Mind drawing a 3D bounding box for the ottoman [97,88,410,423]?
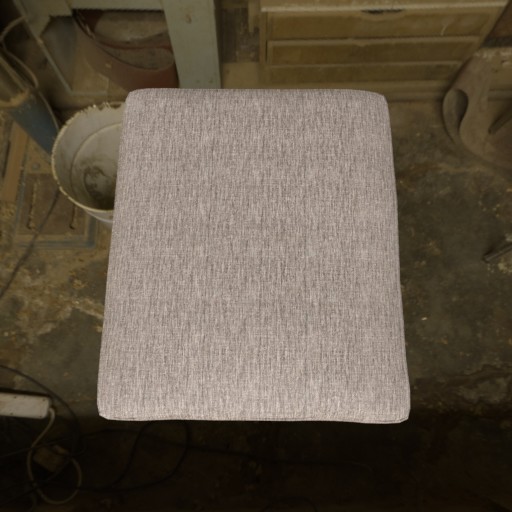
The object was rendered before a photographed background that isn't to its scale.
[{"bbox_3d":[0.000,0.000,1.454,0.839,0.492,0.994,1,75,0],"label":"ottoman"}]
